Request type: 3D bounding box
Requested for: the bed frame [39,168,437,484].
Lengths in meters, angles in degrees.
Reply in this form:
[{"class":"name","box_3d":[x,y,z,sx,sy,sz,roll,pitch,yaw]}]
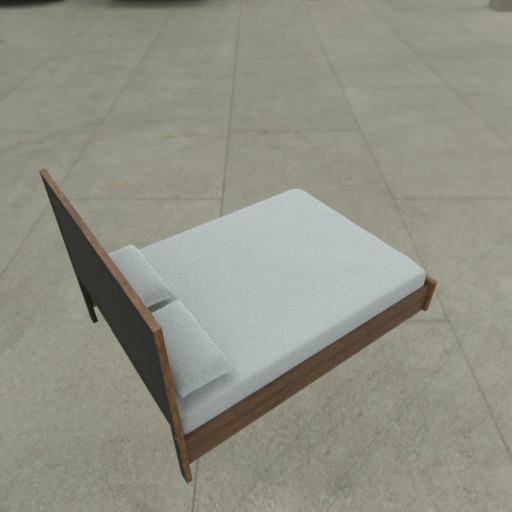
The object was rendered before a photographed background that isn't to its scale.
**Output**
[{"class":"bed frame","box_3d":[0.000,0.000,3.323,2.276,1.417,1.696,-25,46,-27]}]
